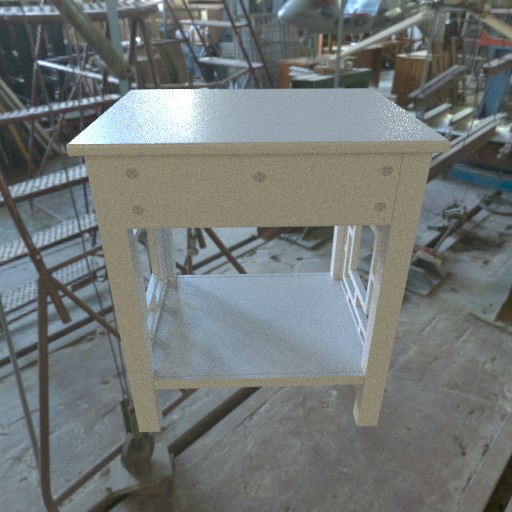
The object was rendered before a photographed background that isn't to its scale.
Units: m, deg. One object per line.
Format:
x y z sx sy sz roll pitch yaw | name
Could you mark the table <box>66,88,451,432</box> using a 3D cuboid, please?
0.000 0.000 1.004 0.564 0.646 0.451 -1 30 -2 | table
